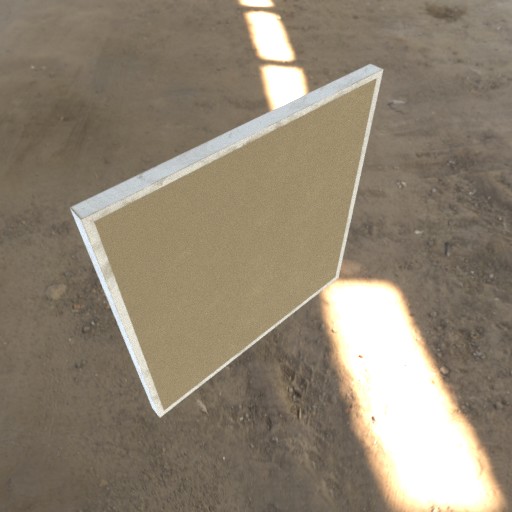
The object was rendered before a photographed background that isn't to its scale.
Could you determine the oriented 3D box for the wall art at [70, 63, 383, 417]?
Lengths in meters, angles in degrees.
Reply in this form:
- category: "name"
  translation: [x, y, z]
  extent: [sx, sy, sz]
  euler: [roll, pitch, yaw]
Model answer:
- category: "wall art"
  translation: [0.000, 0.000, 1.144]
  extent: [0.760, 0.757, 0.038]
  euler: [-34, 56, -27]
